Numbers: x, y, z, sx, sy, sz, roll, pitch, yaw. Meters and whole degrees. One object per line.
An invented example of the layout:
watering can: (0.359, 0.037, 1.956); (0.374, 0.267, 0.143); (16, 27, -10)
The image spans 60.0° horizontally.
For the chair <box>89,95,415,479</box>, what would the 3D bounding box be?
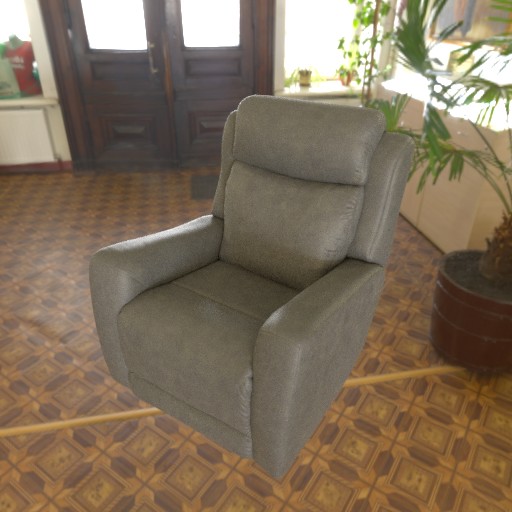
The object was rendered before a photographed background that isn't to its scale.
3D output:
chair: (0.000, 0.000, 1.867); (0.965, 1.116, 1.068); (19, 36, 29)
